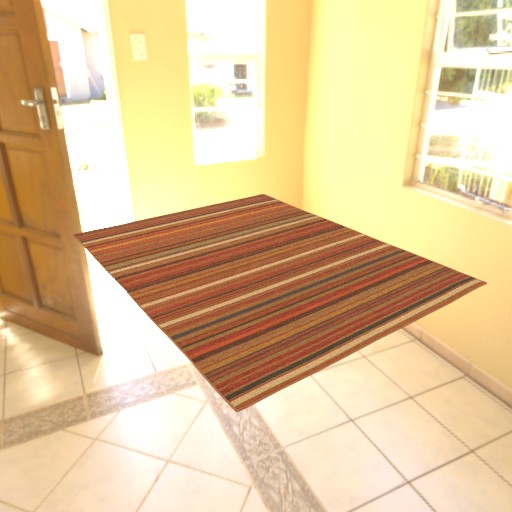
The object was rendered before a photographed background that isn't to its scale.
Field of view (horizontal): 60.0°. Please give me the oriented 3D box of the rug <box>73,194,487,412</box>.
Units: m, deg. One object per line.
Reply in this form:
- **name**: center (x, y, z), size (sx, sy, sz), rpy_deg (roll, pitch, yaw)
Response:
- **rug**: center (0.000, 0.000, 4.108), size (2.479, 0.023, 3.092), rpy_deg (-17, 29, -32)
